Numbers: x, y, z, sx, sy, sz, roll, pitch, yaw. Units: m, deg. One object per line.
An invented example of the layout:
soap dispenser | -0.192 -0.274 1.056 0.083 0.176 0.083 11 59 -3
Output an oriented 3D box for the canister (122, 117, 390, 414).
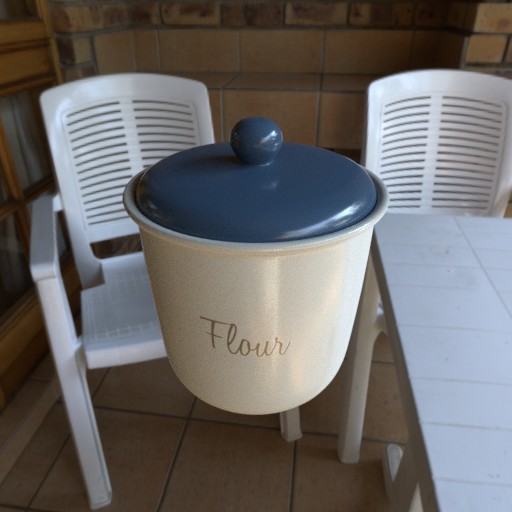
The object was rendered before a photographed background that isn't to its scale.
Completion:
canister | 0.000 0.000 0.341 0.182 0.208 0.182 0 30 0
